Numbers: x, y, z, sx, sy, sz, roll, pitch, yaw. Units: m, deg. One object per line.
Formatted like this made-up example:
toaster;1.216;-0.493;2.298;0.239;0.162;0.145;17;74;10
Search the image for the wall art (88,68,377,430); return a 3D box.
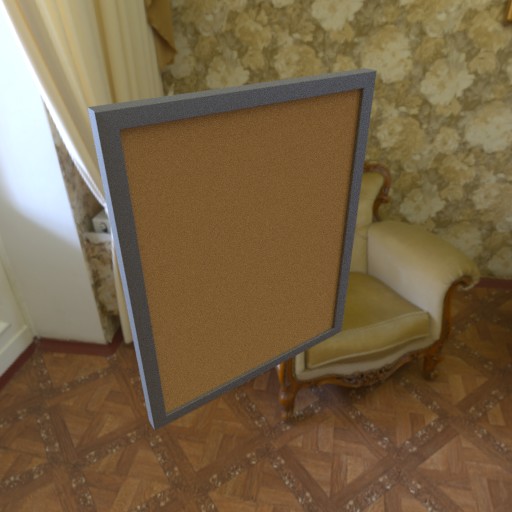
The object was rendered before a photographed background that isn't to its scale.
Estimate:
wall art;0.000;0.000;0.763;0.458;0.558;0.029;-20;37;-29
